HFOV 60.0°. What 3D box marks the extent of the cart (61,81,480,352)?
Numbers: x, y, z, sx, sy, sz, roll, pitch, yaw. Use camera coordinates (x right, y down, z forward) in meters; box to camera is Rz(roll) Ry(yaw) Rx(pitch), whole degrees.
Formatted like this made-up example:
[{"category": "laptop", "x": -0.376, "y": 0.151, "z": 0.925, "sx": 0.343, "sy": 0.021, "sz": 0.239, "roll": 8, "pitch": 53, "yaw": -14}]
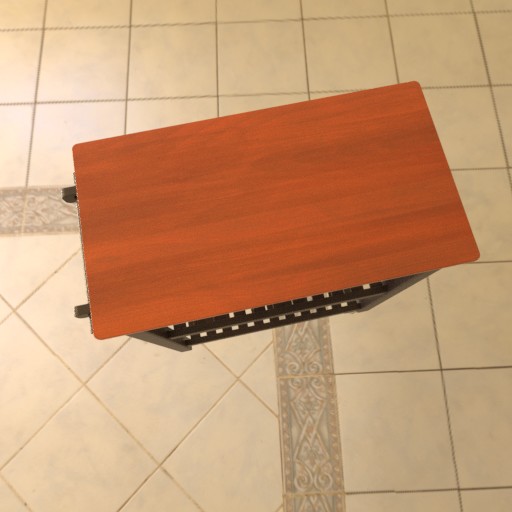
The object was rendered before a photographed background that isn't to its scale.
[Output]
[{"category": "cart", "x": 0.000, "y": 0.000, "z": 1.435, "sx": 0.899, "sy": 0.927, "sz": 0.457, "roll": -12, "pitch": 75, "yaw": -3}]
